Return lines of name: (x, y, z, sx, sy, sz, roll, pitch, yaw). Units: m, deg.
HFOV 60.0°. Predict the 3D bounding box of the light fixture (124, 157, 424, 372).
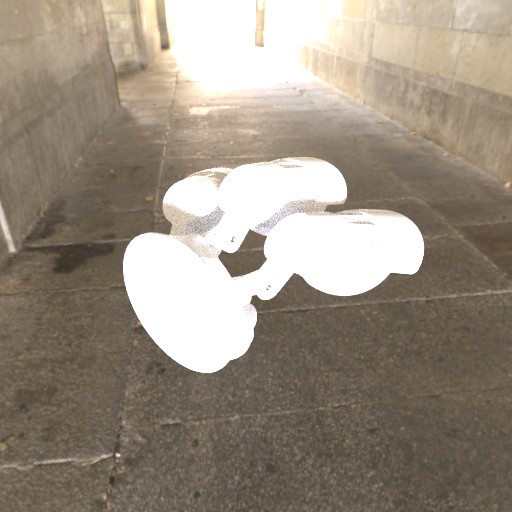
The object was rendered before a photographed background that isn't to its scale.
light fixture: (0.000, 0.000, 0.556, 0.369, 0.237, 0.278, 21, 36, 32)
